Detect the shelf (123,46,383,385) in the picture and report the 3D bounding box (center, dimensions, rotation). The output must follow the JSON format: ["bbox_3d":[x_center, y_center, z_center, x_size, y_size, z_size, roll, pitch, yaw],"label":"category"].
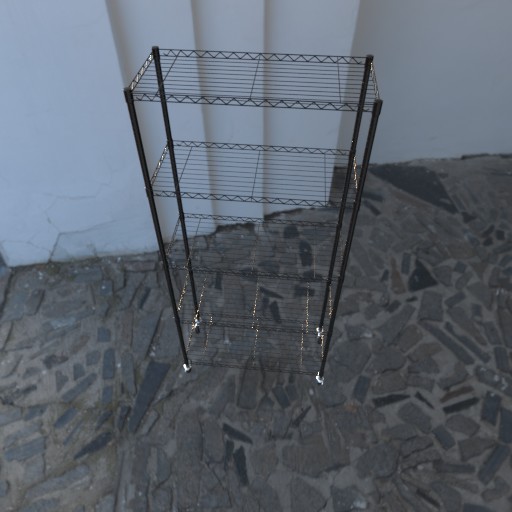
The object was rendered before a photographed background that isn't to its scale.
[{"bbox_3d":[0.000,0.000,1.963,0.762,1.645,0.356,4,46,4],"label":"shelf"}]
